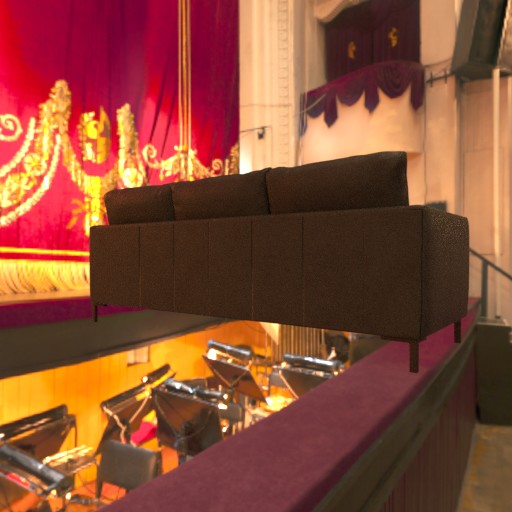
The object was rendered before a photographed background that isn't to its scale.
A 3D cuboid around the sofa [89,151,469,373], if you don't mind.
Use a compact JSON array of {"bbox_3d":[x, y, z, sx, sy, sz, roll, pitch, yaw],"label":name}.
[{"bbox_3d":[0.000,0.000,2.400,2.029,0.805,0.748,0,0,37],"label":"sofa"}]
